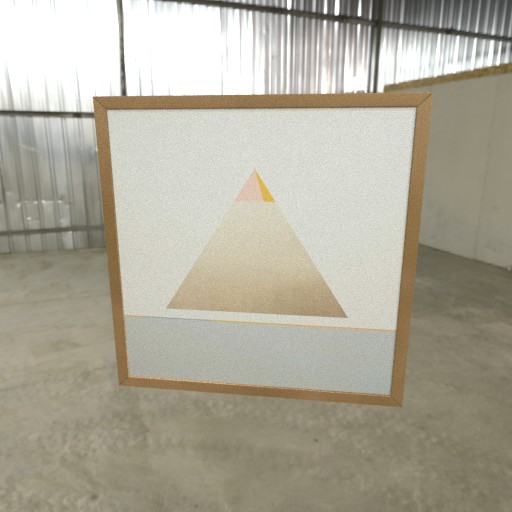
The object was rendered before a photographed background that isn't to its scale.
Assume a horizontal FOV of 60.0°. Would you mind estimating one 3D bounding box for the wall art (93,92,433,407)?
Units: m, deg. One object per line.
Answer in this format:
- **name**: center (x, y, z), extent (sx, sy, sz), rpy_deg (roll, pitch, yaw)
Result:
- **wall art**: center (0.000, 0.000, 0.747), extent (0.513, 0.511, 0.038), rpy_deg (2, 15, 7)
